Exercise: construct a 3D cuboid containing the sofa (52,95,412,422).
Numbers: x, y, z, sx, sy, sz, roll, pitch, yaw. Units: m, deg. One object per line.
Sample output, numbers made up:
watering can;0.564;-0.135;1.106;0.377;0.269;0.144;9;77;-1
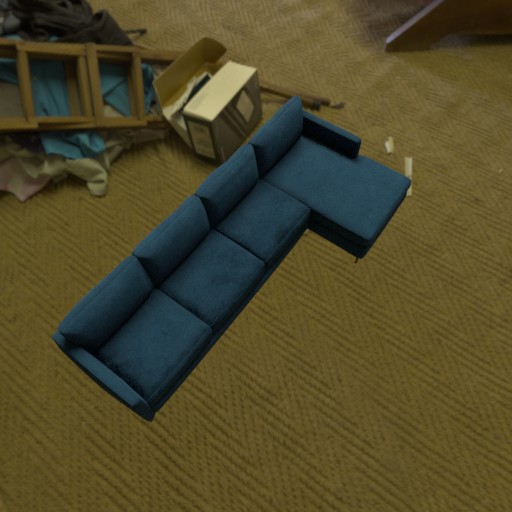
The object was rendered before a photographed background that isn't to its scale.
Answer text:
sofa;0.000;0.000;3.549;1.350;0.810;2.932;33;65;18
